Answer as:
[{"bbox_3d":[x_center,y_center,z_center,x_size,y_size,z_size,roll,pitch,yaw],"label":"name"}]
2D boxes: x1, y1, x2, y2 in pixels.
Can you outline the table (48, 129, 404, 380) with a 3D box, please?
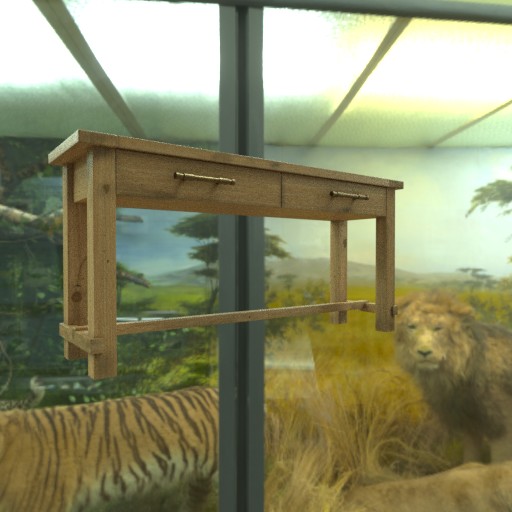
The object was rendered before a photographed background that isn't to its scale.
[{"bbox_3d":[0.000,0.000,1.949,1.599,0.762,0.442,0,0,-36],"label":"table"}]
